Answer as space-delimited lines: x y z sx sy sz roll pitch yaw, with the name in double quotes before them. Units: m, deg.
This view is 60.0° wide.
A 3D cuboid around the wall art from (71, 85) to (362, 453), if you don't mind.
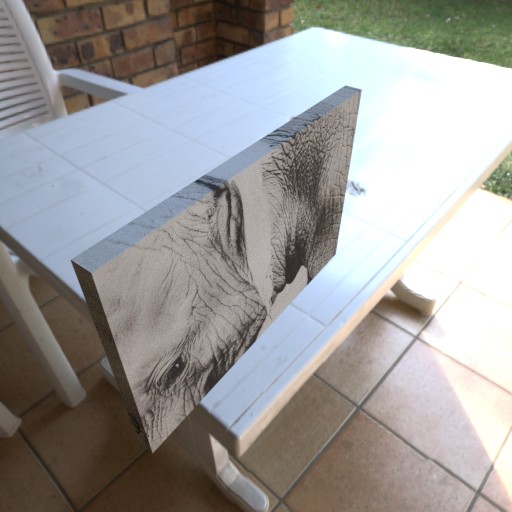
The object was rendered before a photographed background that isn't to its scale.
"wall art" 0.000 0.000 0.780 0.035 0.407 0.613 26 48 26
